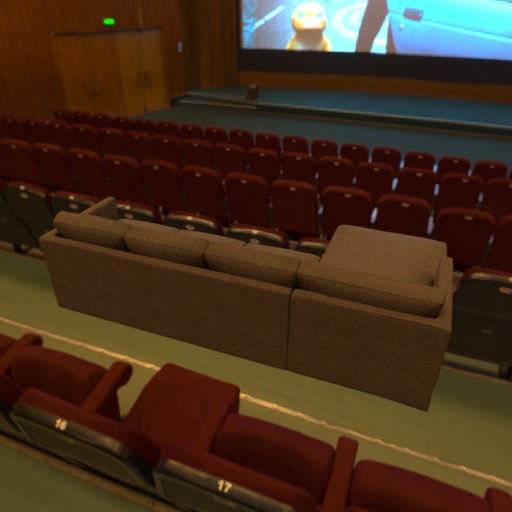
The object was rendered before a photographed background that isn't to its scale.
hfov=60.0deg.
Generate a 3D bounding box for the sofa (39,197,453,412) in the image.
[{"bbox_3d":[0.000,0.000,3.917,3.205,0.922,1.650,11,33,18],"label":"sofa"}]
